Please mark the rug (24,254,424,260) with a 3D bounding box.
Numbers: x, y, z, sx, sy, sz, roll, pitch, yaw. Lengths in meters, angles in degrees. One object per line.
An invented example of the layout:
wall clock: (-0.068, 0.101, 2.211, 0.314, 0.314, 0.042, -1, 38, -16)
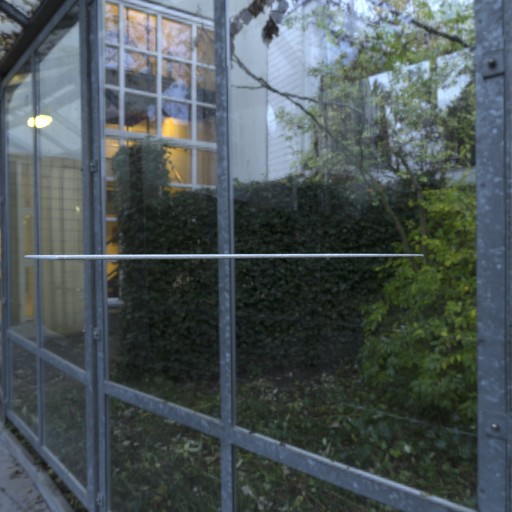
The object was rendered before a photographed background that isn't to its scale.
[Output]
rug: (0.000, 0.000, 2.538, 2.276, 0.014, 0.678, 0, 1, -36)
